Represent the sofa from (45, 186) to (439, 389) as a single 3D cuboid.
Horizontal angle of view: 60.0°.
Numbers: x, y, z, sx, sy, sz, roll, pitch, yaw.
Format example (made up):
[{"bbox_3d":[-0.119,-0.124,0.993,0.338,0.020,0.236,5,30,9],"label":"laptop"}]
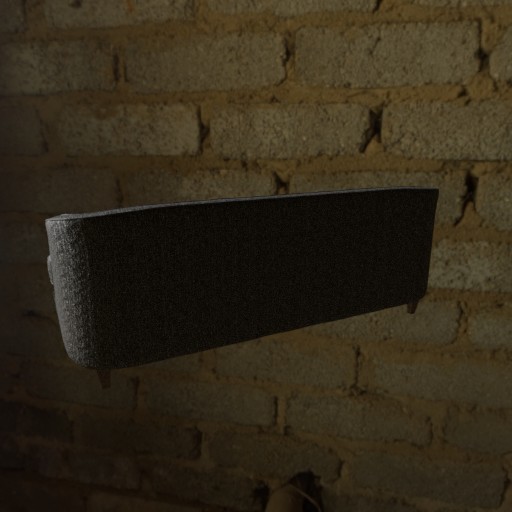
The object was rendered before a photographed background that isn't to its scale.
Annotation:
[{"bbox_3d":[0.000,0.000,2.693,2.278,0.855,0.941,-8,18,-26],"label":"sofa"}]
